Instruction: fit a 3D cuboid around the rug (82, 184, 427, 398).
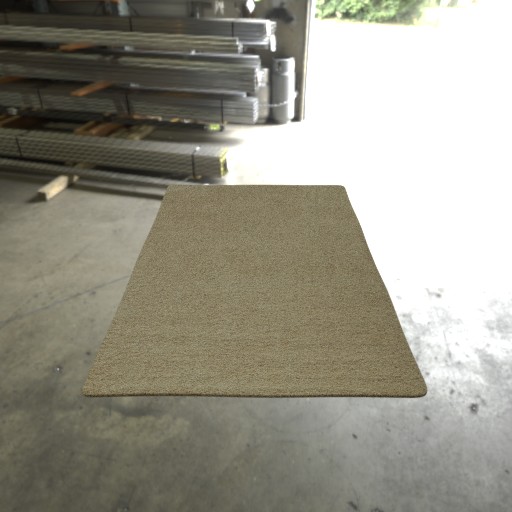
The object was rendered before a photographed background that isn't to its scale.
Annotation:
[{"bbox_3d":[0.000,0.000,3.414,1.801,0.024,2.700,0,32,0],"label":"rug"}]
